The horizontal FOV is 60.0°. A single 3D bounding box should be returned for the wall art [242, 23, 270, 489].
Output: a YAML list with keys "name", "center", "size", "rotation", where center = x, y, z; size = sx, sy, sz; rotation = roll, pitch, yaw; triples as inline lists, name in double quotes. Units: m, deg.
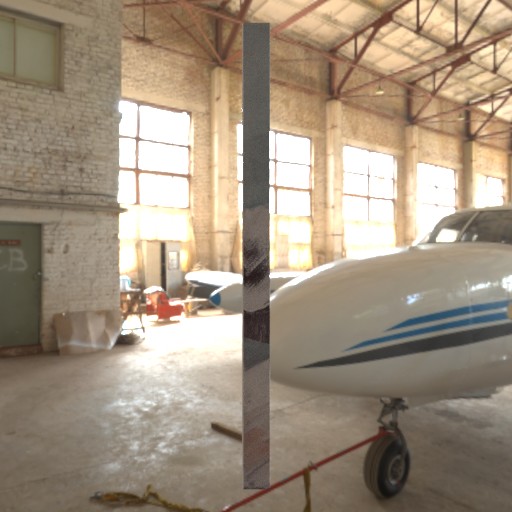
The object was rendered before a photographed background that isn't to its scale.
- name: "wall art"
  center: [0.000, 0.000, 0.806]
  size: [0.037, 0.613, 0.455]
  rotation: [0, 0, 0]
